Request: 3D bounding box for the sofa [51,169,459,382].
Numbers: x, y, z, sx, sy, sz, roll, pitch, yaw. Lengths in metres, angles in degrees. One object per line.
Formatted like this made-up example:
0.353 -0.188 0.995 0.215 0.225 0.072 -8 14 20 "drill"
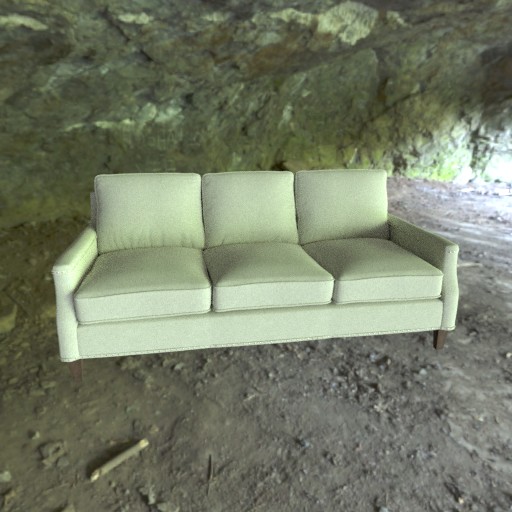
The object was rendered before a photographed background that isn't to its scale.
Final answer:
0.000 0.000 2.853 2.246 1.003 1.084 -3 18 -9 "sofa"
